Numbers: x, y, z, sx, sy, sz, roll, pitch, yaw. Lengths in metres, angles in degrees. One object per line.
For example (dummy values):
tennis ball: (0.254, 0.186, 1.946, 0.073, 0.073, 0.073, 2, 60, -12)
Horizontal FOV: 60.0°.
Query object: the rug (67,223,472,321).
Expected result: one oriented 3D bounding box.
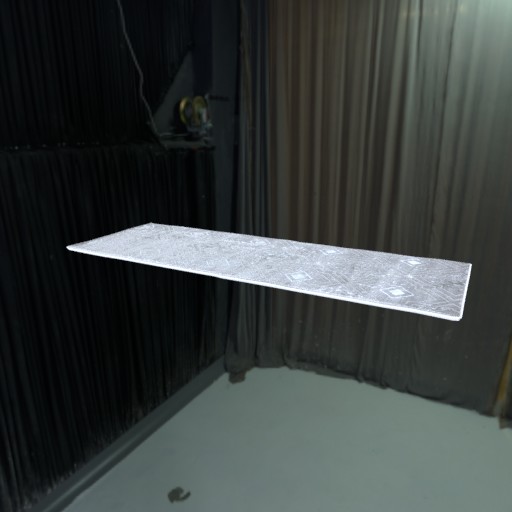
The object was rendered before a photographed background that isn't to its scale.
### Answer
rug: (0.000, 0.000, 2.739, 2.381, 0.035, 0.832, 9, 19, 26)
